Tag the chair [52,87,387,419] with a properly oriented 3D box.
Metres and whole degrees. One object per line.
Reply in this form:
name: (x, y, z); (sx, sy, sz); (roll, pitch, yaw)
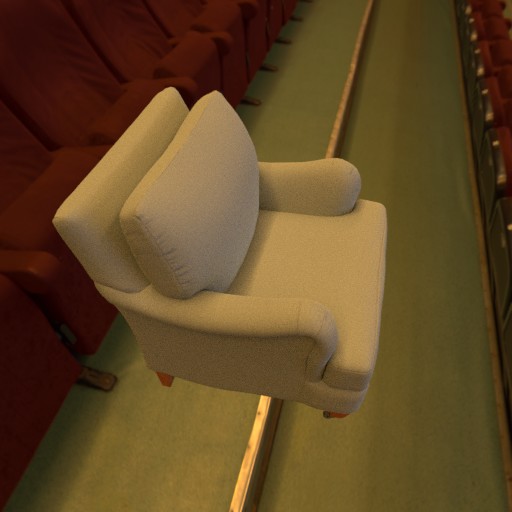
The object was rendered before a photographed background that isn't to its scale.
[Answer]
chair: (0.000, 0.000, 1.860); (1.070, 1.038, 0.955); (11, 47, 10)
